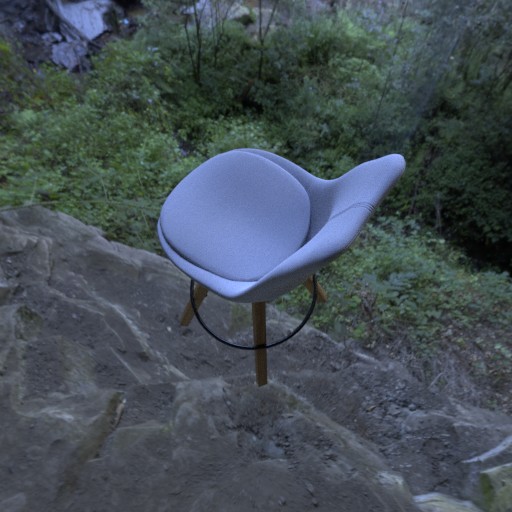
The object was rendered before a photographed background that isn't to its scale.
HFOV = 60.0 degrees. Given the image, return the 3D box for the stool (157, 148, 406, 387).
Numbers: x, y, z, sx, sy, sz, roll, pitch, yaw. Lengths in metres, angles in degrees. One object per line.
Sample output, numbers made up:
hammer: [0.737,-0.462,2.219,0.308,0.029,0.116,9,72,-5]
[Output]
stool: [0.000,0.000,1.375,0.550,1.115,0.484,34,70,15]
